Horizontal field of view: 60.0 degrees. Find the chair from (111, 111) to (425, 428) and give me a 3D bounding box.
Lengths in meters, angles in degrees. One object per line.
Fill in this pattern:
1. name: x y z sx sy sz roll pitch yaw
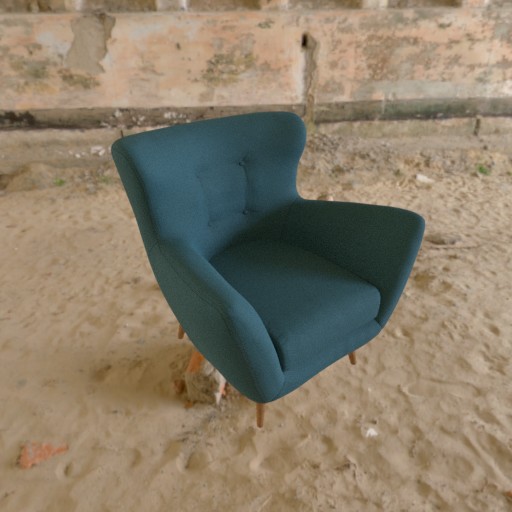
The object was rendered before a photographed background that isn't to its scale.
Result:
1. chair: 0.000 0.000 1.685 0.890 0.889 0.889 -22 37 -32
